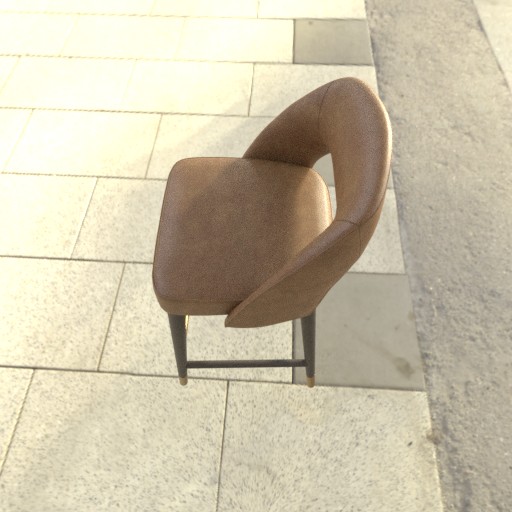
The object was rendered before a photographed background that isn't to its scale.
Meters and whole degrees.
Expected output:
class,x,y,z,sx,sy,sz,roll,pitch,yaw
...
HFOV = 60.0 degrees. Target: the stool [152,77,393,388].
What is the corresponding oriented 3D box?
class,x,y,z,sx,sy,sz,roll,pitch,yaw
stool,0.000,0.000,1.224,0.509,0.940,0.494,1,57,1
